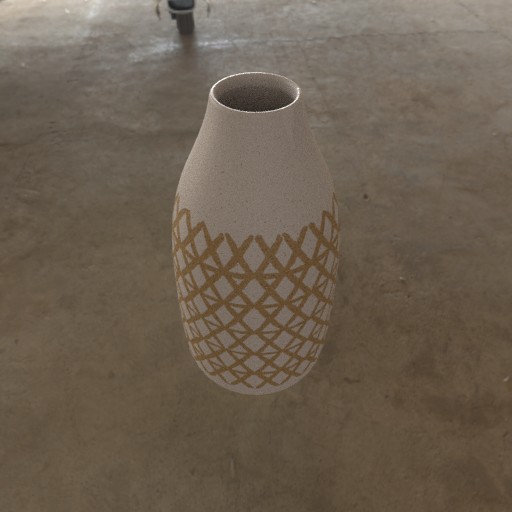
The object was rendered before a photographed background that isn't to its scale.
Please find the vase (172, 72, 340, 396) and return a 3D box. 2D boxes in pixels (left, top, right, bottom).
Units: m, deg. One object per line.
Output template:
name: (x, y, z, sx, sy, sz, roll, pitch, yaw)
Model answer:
vase: (0.000, 0.000, 0.494, 0.186, 0.380, 0.186, 0, 45, 0)
